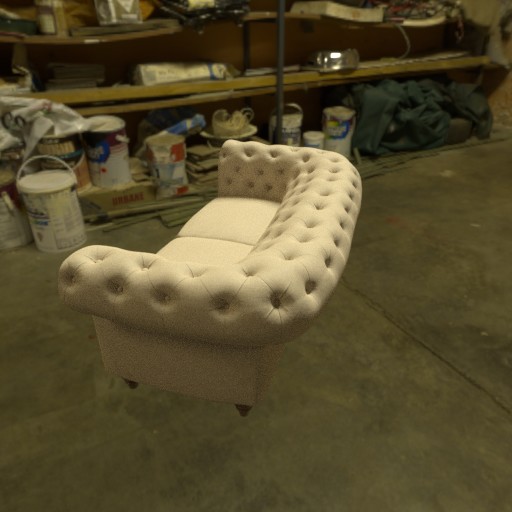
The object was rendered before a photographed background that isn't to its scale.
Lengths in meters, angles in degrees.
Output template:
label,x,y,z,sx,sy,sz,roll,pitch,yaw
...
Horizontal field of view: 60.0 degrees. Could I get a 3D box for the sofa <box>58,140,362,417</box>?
label,x,y,z,sx,sy,sz,roll,pitch,yaw
sofa,0.000,0.000,2.540,1.069,0.835,1.988,8,30,15
